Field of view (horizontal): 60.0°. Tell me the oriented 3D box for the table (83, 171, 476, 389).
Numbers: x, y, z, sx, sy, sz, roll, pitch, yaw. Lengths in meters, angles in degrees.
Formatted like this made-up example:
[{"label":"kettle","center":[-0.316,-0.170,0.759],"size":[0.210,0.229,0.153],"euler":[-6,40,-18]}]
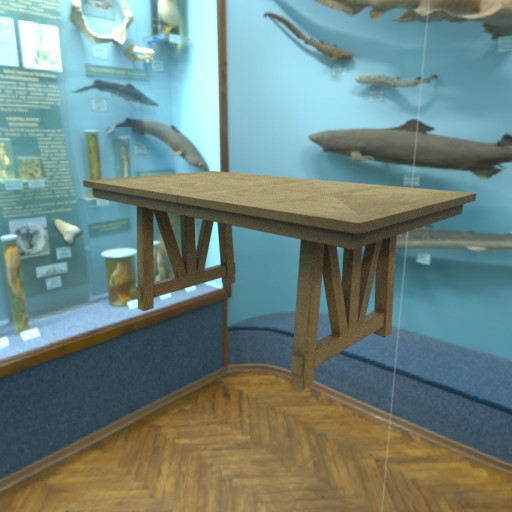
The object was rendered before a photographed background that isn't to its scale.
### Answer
[{"label":"table","center":[0.000,0.000,2.450],"size":[1.881,0.768,1.016],"euler":[14,21,42]}]
